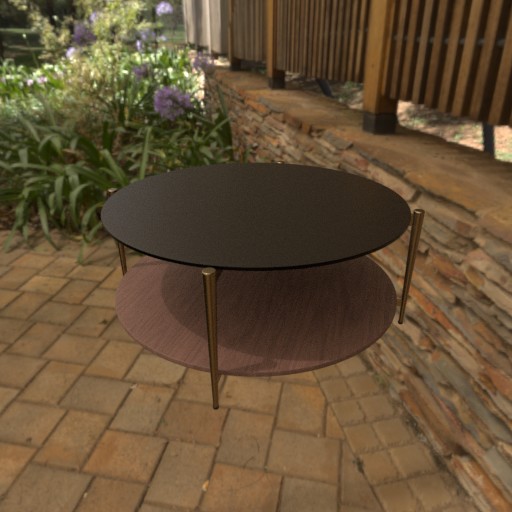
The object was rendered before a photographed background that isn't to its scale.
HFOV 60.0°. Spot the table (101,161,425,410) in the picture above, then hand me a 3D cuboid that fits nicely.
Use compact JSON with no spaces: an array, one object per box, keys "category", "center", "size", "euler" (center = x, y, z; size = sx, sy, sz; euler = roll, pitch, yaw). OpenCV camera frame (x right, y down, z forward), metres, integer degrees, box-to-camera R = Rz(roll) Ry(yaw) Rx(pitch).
[{"category":"table","center":[0.000,0.000,1.490],"size":[0.938,0.400,0.938],"euler":[-8,27,-16]}]
